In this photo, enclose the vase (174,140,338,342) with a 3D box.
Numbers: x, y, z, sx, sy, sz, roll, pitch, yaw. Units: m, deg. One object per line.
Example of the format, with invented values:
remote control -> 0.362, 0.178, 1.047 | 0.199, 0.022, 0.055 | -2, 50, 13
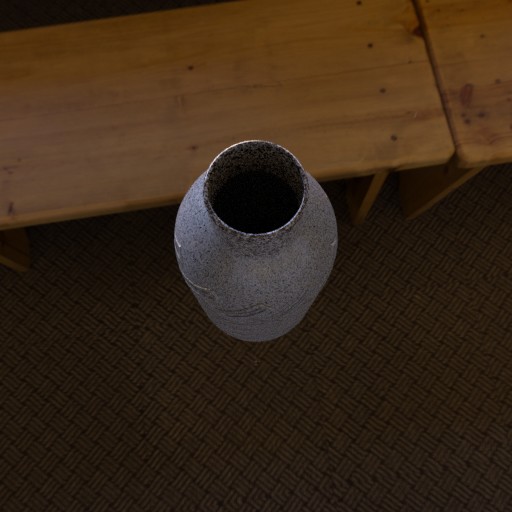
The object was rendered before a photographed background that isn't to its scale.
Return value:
vase -> 0.000, 0.000, 0.349 | 0.122, 0.282, 0.122 | 0, 77, 0
